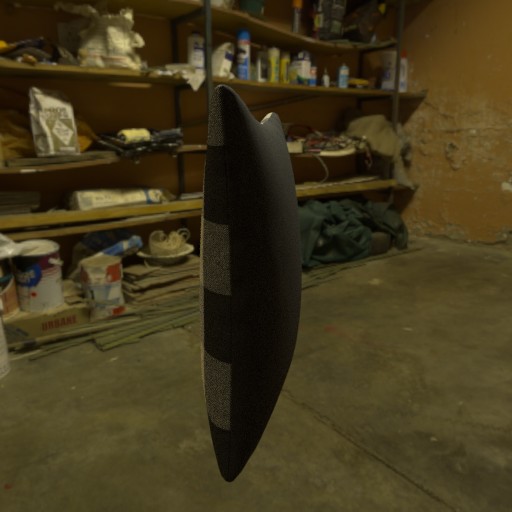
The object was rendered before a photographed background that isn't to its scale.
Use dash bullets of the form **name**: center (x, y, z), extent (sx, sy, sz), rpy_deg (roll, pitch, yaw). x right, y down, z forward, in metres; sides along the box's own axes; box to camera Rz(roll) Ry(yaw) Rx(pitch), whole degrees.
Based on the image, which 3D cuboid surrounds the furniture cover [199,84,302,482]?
- **furniture cover**: center (0.000, 0.000, 0.778), extent (0.161, 0.509, 0.511), rpy_deg (2, 15, 8)
